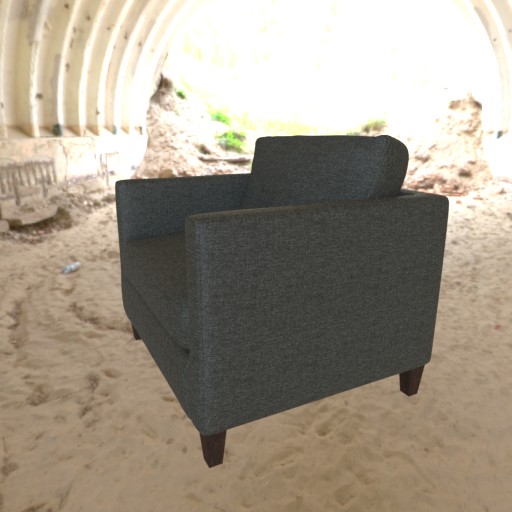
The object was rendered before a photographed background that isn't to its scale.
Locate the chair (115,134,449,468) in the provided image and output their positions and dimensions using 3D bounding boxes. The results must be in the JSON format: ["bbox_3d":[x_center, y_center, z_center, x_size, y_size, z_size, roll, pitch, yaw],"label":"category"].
[{"bbox_3d":[0.000,0.000,1.817,0.959,0.963,1.107,-8,18,-26],"label":"chair"}]
